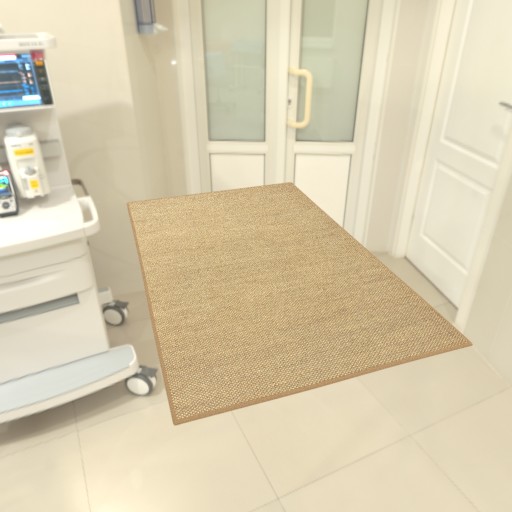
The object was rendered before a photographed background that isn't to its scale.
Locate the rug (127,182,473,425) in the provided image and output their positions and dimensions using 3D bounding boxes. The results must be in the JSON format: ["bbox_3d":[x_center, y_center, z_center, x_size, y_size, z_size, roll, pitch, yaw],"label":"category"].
[{"bbox_3d":[0.000,0.000,2.091,1.061,0.012,1.668,-10,32,-16],"label":"rug"}]
